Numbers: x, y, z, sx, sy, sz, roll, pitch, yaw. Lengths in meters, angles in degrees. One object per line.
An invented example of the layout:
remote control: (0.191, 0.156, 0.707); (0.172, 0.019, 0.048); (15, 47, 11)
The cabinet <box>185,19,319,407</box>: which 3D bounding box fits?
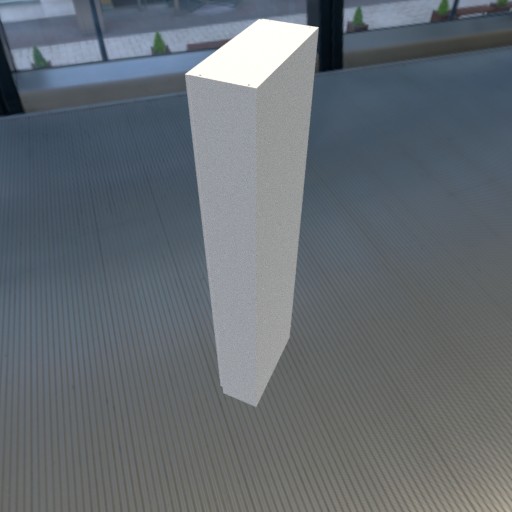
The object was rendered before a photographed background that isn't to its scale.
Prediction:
cabinet: (0.000, 0.000, 1.979); (0.230, 1.790, 0.500); (18, 48, 17)
